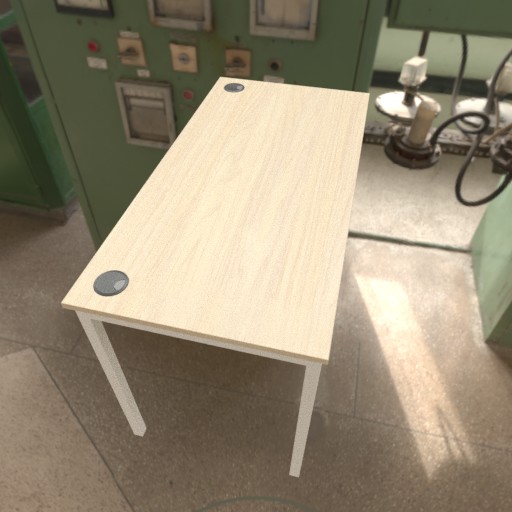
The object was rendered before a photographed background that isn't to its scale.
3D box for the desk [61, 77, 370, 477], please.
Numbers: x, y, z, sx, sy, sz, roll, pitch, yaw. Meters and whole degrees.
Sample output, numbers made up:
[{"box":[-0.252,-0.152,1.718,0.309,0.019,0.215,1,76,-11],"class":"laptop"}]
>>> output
[{"box":[0.000,0.000,1.612,0.600,0.750,1.200,10,47,10],"class":"desk"}]
